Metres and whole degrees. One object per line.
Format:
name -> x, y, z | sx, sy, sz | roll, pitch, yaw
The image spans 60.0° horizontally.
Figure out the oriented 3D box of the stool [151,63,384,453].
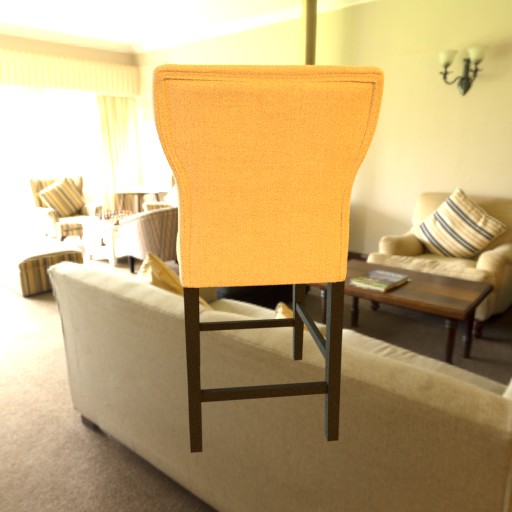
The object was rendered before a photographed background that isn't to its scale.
stool -> 0.000, 0.000, 1.308 | 0.514, 0.972, 0.603 | -2, 15, -7
